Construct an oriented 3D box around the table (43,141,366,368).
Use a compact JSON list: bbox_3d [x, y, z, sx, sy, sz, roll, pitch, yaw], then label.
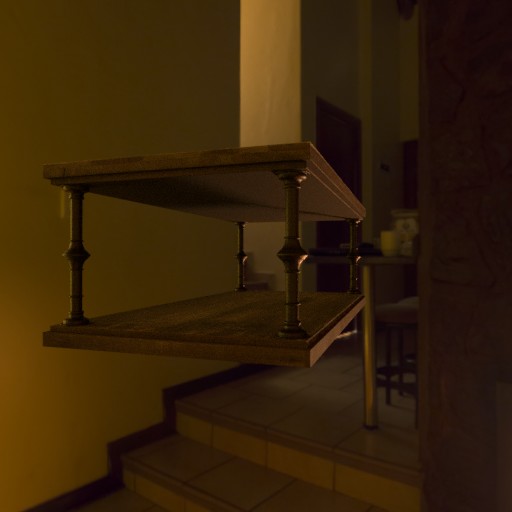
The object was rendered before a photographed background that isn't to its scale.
[{"bbox_3d":[0.000,0.000,1.333,0.554,0.373,1.088,0,0,19],"label":"table"}]
